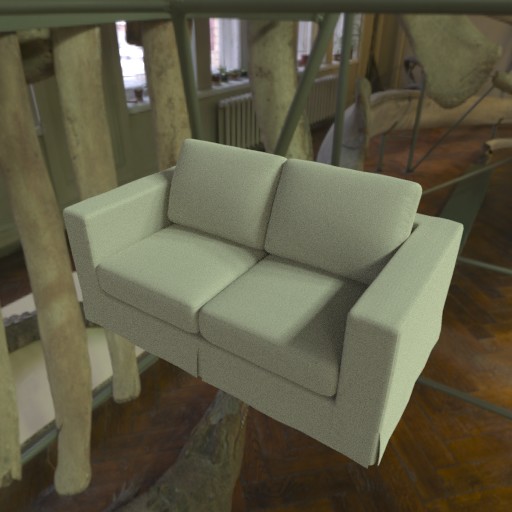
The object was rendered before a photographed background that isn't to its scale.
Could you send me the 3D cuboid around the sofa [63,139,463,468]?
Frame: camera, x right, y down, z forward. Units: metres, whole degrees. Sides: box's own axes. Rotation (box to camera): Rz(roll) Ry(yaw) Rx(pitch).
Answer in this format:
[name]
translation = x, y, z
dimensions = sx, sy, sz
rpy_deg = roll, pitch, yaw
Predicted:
[sofa]
translation = 0.000, 0.000, 2.333
dimensions = 1.813, 0.932, 1.009
rpy_deg = 18, 34, 29
